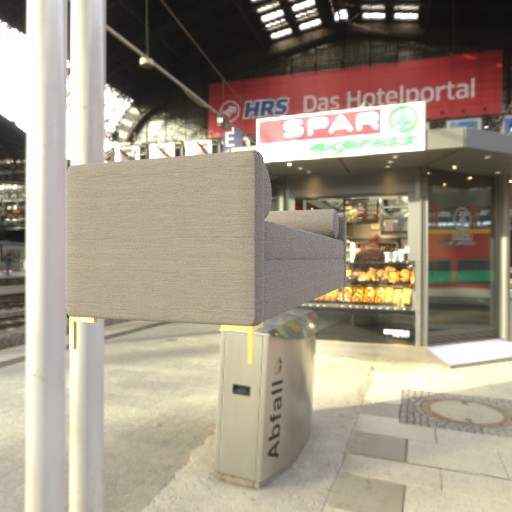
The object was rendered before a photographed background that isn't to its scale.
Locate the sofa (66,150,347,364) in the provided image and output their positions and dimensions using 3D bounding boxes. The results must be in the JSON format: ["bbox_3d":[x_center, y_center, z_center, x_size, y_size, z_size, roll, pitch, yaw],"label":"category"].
[{"bbox_3d":[0.000,0.000,2.314,0.686,0.635,1.981,0,0,19],"label":"sofa"}]
